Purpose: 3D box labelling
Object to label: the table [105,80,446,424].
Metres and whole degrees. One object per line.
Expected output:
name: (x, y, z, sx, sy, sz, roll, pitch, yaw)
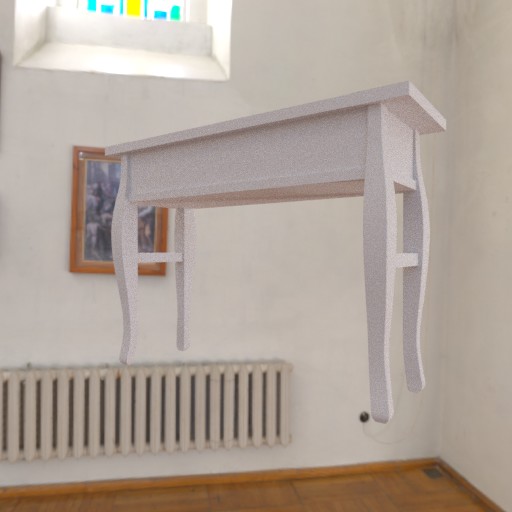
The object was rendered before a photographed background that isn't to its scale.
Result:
table: (0.000, 0.000, 1.414, 1.062, 0.768, 0.373, 0, 1, 35)
